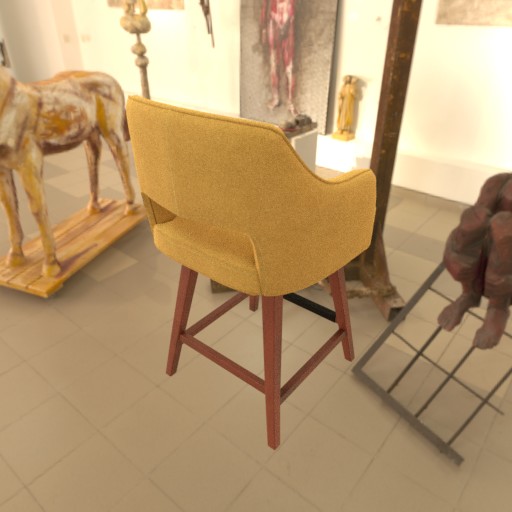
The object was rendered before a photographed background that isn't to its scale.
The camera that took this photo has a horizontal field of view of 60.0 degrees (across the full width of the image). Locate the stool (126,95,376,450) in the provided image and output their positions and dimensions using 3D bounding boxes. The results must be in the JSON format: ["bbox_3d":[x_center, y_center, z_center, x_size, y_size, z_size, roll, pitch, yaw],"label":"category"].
[{"bbox_3d":[0.000,0.000,1.270,0.548,0.924,0.558,23,39,32],"label":"stool"}]
